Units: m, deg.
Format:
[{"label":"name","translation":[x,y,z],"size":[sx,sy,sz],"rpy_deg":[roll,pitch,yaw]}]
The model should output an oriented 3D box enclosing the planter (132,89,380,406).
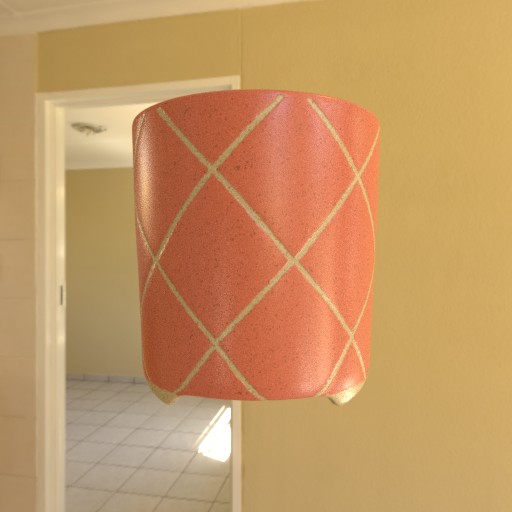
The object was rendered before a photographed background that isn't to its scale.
[{"label":"planter","translation":[0.000,0.000,0.422],"size":[0.227,0.235,0.227],"rpy_deg":[0,0,0]}]
